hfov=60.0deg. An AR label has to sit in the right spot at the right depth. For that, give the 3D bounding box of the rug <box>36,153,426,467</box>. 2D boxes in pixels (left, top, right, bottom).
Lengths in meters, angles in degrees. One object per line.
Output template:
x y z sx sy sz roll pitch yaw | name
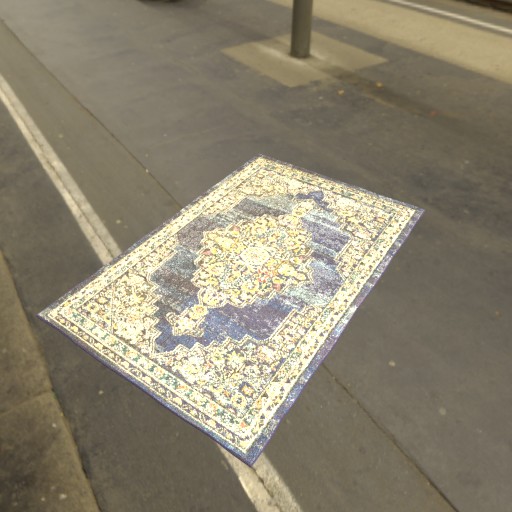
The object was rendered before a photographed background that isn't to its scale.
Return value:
0.000 0.000 2.281 1.184 0.012 1.781 25 47 25 | rug
